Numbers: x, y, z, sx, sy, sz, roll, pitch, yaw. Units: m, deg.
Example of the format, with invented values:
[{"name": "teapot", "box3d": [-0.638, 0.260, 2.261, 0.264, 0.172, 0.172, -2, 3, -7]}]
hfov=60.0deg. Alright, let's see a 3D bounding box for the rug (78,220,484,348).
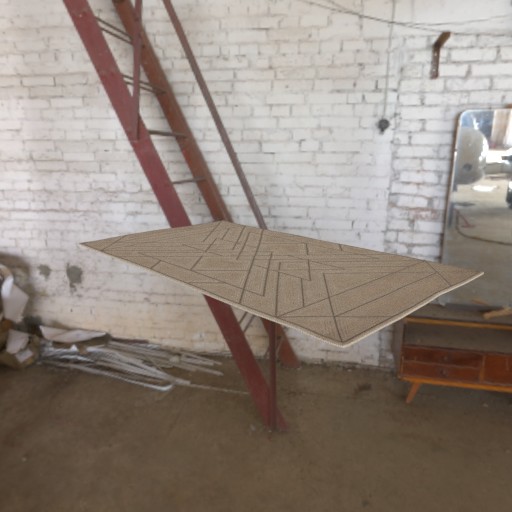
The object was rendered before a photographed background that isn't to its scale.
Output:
[{"name": "rug", "box3d": [0.000, 0.000, 1.071, 0.511, 0.008, 0.869, -14, 20, -42]}]
